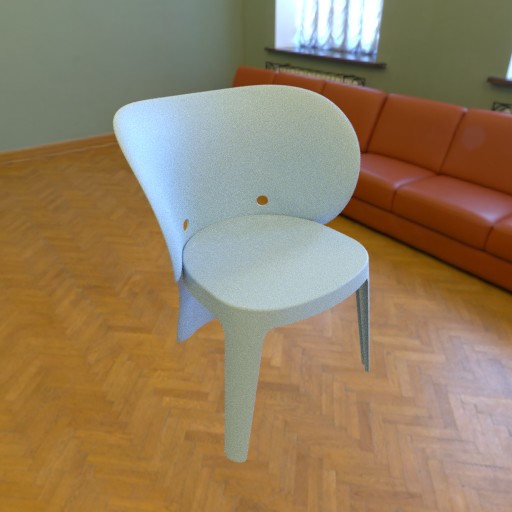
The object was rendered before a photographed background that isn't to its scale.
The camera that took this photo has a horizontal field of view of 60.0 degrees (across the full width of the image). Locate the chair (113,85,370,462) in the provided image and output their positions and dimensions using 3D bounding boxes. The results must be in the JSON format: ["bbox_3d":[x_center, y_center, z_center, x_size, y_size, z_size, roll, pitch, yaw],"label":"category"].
[{"bbox_3d":[0.000,0.000,0.854,0.451,0.554,0.402,-22,37,-33],"label":"chair"}]
